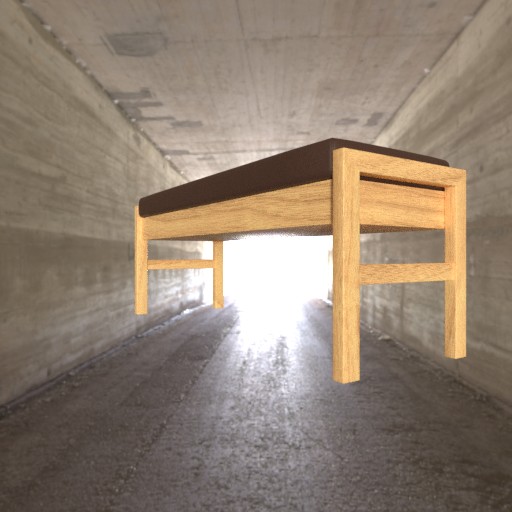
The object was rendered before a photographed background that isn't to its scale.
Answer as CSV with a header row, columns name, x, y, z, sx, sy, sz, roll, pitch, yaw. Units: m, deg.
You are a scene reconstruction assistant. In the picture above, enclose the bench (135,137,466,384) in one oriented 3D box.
name,x,y,z,sx,sy,sz,roll,pitch,yaw
bench,0.000,0.000,1.443,0.405,0.480,1.200,0,0,-34
